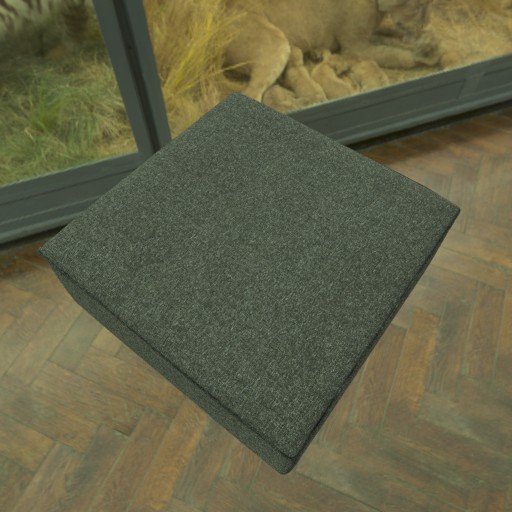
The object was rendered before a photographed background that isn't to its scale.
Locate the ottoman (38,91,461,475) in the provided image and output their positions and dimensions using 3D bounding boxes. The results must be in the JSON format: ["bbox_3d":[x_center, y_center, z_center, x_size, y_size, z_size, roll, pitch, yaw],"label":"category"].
[{"bbox_3d":[0.000,0.000,1.589,1.021,0.423,1.017,34,64,19],"label":"ottoman"}]
